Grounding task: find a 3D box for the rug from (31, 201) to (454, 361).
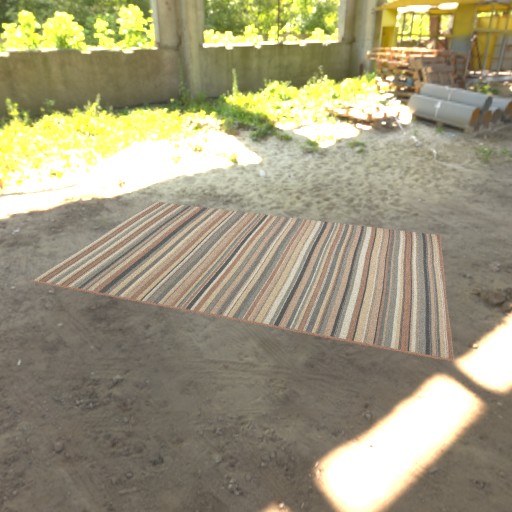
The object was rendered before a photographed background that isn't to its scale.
[{"bbox_3d":[0.000,0.000,3.050,2.438,0.014,1.523,8,28,16],"label":"rug"}]
